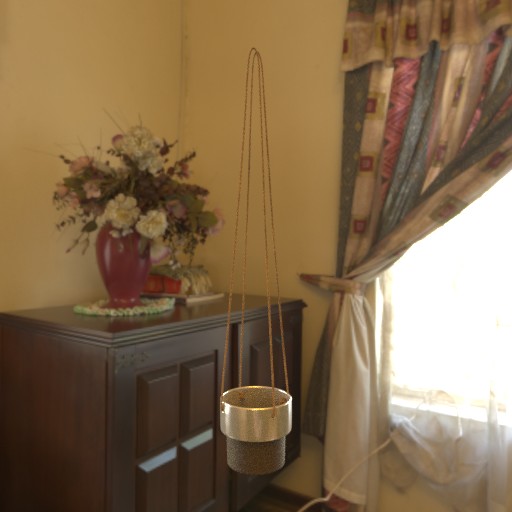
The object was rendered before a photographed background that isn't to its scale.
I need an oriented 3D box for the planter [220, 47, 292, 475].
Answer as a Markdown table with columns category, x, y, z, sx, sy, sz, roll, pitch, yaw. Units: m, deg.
| category | x | y | z | sx | sy | sz | roll | pitch | yaw |
| --- | --- | --- | --- | --- | --- | --- | --- | --- | --- |
| planter | 0.000 | 0.000 | 1.158 | 0.187 | 1.073 | 0.187 | 0 | 0 | 18 |
